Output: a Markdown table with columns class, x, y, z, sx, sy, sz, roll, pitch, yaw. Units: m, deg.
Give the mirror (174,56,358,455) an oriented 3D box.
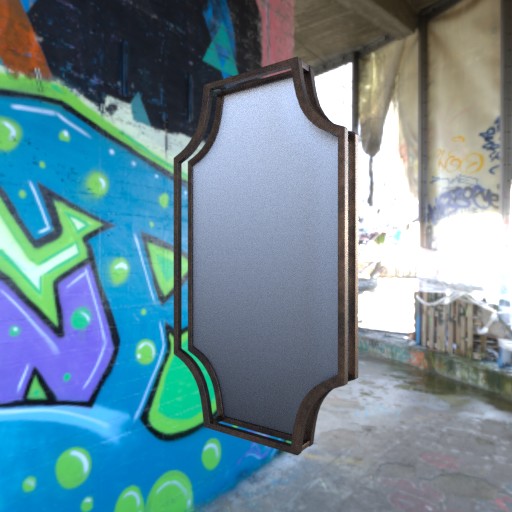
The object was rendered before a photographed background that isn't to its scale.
| class | x | y | z | sx | sy | sz | roll | pitch | yaw |
| --- | --- | --- | --- | --- | --- | --- | --- | --- | --- |
| mirror | 0.000 | 0.000 | 1.002 | 0.462 | 0.811 | 0.066 | 0 | 0 | 36 |
